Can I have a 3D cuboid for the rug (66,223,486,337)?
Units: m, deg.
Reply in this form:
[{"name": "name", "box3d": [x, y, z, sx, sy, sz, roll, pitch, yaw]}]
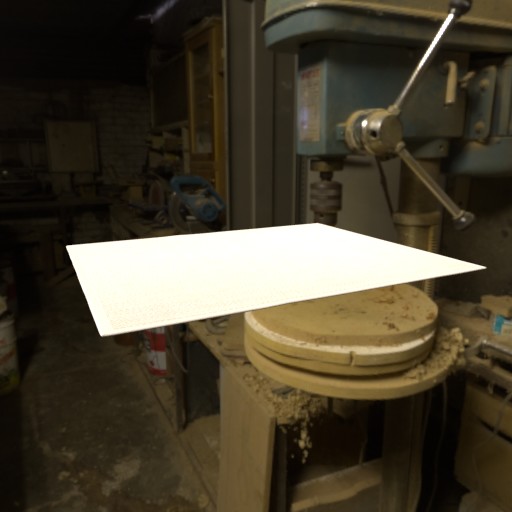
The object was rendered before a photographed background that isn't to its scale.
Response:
[{"name": "rug", "box3d": [0.000, 0.000, 4.005, 3.009, 0.019, 2.423, -7, 15, -26]}]
